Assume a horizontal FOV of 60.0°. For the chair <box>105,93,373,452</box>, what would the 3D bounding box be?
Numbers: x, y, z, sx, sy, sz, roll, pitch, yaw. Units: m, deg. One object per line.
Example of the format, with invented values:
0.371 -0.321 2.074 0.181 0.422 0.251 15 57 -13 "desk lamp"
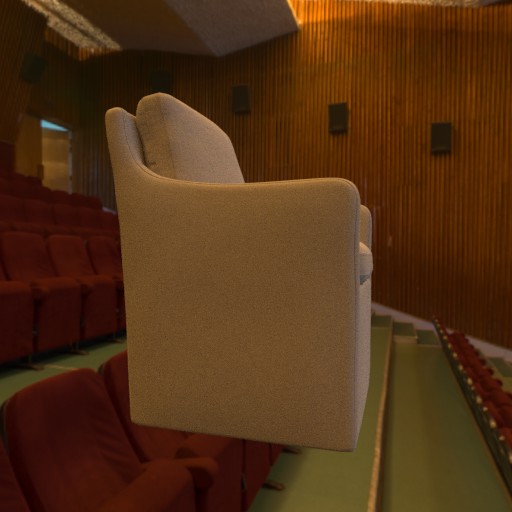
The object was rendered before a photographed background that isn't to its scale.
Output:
0.000 0.000 1.383 0.694 0.914 0.626 0 0 17 "chair"
